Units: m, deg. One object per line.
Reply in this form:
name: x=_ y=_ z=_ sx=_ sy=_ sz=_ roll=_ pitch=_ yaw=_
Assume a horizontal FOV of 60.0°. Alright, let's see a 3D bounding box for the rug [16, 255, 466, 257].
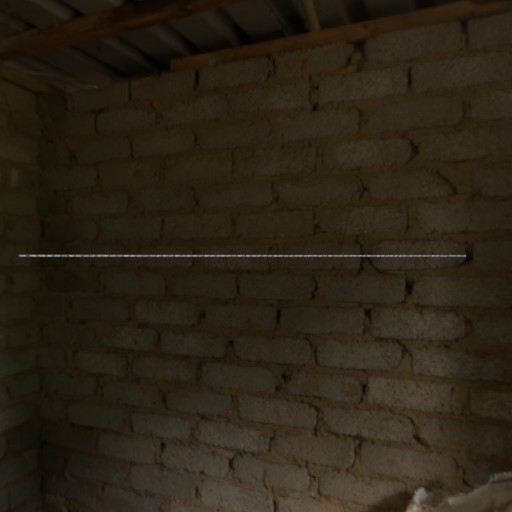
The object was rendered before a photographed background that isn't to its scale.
rug: x=0.000 y=0.000 z=2.481 sx=2.286 sy=0.008 sz=0.686 roll=0 pitch=0 yaw=-17
